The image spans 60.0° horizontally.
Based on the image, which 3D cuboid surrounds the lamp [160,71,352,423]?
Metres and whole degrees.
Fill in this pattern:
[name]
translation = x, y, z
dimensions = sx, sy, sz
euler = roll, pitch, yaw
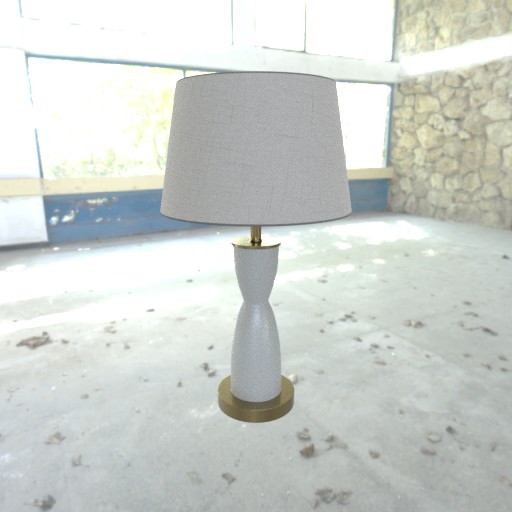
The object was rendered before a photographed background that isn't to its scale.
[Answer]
[lamp]
translation = 0.000, 0.000, 0.749
dimensions = 0.309, 0.545, 0.309
euler = 0, 14, 0
